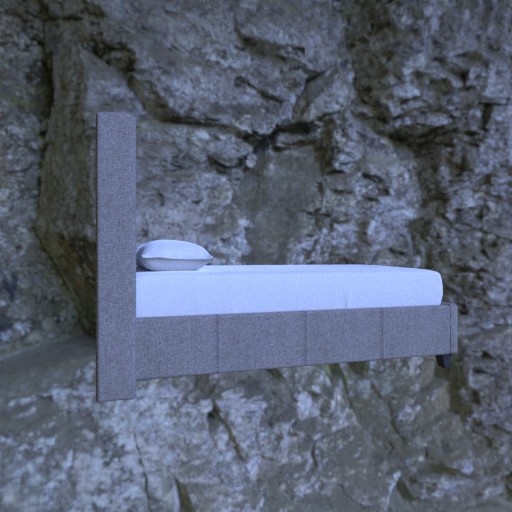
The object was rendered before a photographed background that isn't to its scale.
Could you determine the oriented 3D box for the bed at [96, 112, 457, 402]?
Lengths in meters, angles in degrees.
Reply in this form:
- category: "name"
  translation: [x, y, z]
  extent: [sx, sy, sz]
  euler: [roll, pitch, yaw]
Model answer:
- category: "bed"
  translation: [0.000, 0.000, 3.375]
  extent: [2.245, 1.476, 1.714]
  euler: [0, 0, -18]
